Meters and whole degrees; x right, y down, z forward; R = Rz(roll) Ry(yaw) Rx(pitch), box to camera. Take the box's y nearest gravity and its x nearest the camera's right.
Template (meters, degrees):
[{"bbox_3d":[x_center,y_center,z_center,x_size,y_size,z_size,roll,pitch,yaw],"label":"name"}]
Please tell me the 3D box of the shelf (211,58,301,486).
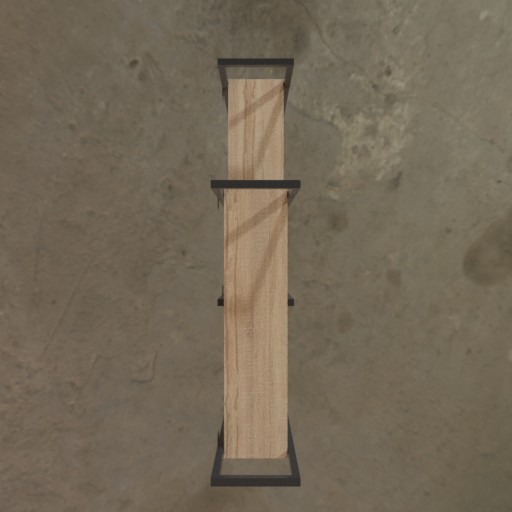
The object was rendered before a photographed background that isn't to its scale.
[{"bbox_3d":[0.000,0.000,1.360,0.183,0.921,0.946,0,90,0],"label":"shelf"}]
